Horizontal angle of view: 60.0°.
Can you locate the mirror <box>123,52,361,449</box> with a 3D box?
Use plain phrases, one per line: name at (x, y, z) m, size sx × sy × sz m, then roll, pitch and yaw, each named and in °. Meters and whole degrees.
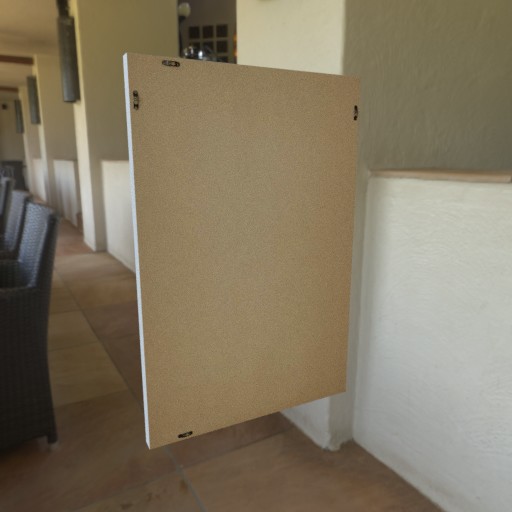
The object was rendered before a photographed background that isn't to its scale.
mirror at (0.000, 0.000, 1.149) m, size 0.609 × 0.915 × 0.040 m, roll -6°, pitch 14°, yaw -27°
